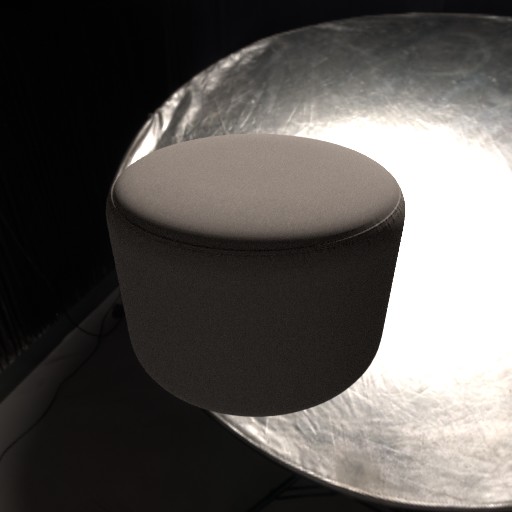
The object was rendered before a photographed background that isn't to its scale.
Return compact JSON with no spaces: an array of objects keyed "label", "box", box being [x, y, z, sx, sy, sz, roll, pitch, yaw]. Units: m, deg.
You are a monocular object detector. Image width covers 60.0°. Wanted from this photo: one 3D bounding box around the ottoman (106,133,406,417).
[{"label":"ottoman","box":[0.000,0.000,1.011,0.608,0.433,0.608,0,32,0]}]
